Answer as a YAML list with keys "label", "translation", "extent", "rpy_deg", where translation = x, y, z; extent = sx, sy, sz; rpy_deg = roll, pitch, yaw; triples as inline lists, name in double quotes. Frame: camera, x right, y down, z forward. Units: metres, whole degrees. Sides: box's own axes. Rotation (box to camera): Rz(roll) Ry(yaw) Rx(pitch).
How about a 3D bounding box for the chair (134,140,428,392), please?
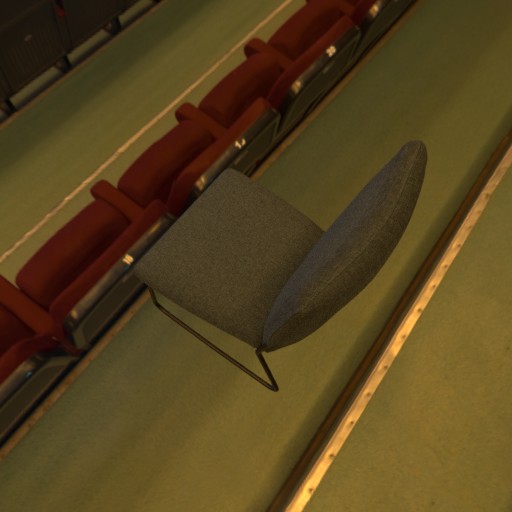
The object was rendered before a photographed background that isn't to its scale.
- label: "chair"
  translation: [0.000, 0.000, 1.277]
  extent: [0.635, 0.931, 0.480]
  rpy_deg: [33, 69, 15]
